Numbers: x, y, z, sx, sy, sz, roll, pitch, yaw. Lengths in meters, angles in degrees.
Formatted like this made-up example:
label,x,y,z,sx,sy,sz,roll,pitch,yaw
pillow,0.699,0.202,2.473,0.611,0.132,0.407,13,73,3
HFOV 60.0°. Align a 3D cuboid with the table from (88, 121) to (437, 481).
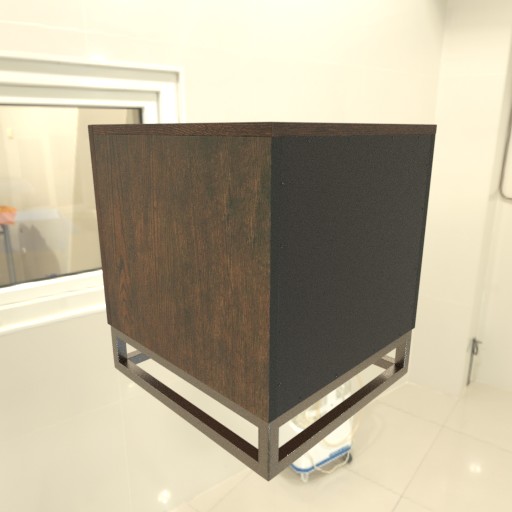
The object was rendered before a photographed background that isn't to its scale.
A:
label,x,y,z,sx,sy,sz,roll,pitch,yaw
table,0.000,0.000,1.024,0.566,0.582,0.506,15,22,43
